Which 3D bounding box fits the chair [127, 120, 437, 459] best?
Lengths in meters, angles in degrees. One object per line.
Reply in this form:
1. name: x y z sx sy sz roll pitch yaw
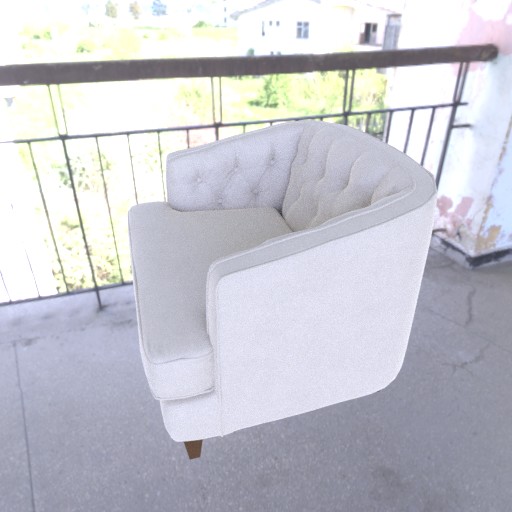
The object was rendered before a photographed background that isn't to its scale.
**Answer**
1. chair: 0.000 0.000 1.720 0.941 0.852 1.104 -8 31 -14
